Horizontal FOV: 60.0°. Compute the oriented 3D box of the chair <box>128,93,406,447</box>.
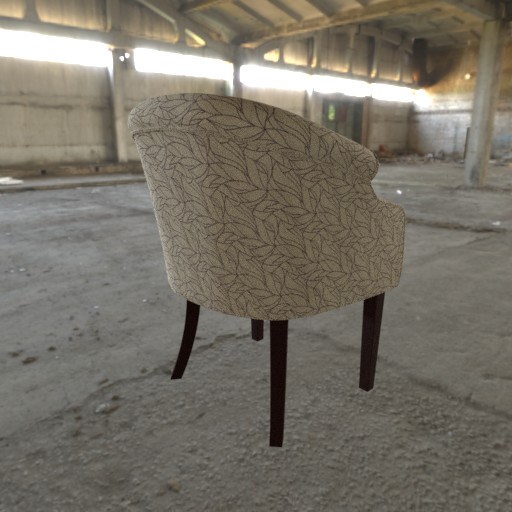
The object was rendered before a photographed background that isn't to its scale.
[{"bbox_3d":[0.000,0.000,1.292,0.613,0.858,0.686,-14,20,-42],"label":"chair"}]
